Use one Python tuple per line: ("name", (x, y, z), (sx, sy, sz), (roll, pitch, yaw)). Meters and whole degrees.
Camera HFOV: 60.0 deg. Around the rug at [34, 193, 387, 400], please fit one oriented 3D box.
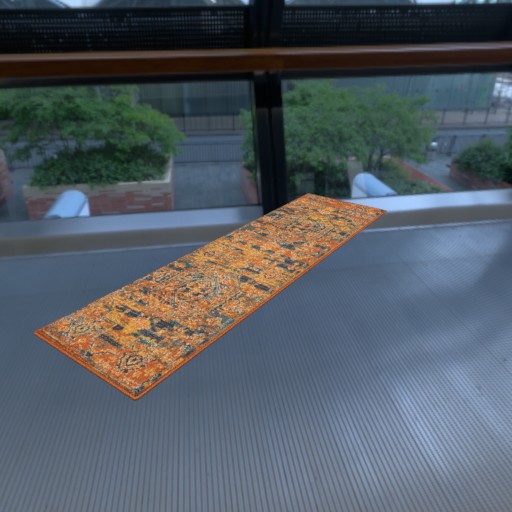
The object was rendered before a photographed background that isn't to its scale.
("rug", (0.000, 0.000, 2.504), (0.651, 0.016, 2.274), (18, 32, 32))
